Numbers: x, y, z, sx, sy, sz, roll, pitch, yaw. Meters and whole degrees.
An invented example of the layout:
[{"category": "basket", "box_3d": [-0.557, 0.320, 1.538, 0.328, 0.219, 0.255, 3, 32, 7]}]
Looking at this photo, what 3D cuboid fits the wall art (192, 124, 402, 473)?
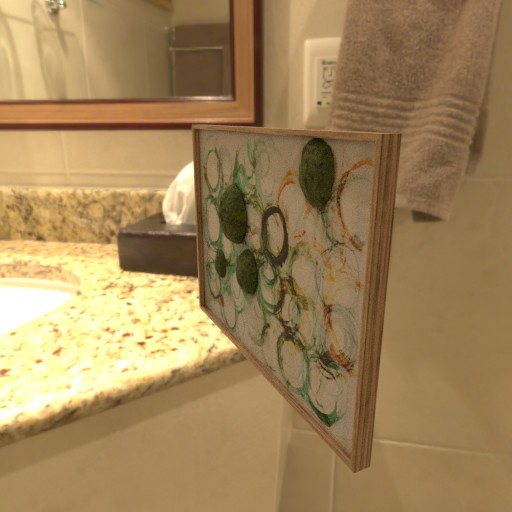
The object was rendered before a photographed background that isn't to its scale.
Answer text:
[{"category": "wall art", "box_3d": [0.000, 0.000, 1.095, 0.063, 0.609, 0.841, -9, 19, -25]}]
